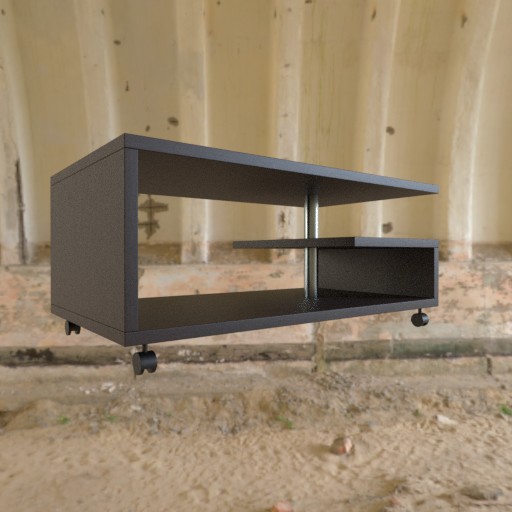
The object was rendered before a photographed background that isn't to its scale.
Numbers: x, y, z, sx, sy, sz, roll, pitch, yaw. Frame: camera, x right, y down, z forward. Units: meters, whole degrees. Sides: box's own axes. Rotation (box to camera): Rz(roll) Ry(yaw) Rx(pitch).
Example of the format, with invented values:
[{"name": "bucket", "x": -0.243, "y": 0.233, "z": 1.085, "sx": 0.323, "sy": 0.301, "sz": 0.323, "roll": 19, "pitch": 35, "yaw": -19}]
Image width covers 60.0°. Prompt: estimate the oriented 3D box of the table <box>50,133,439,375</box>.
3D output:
[{"name": "table", "x": 0.000, "y": 0.000, "z": 1.367, "sx": 1.050, "sy": 0.460, "sz": 0.590, "roll": 0, "pitch": 0, "yaw": -37}]
